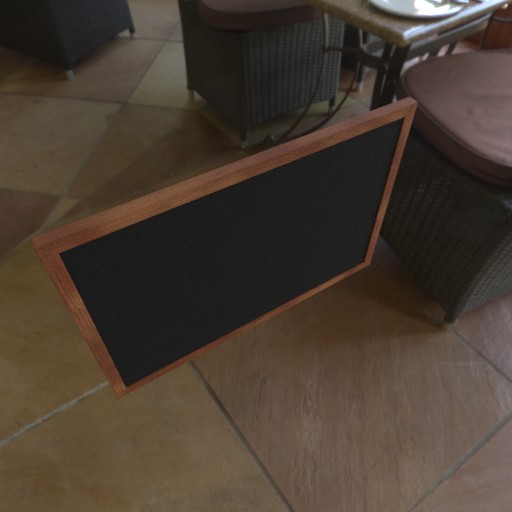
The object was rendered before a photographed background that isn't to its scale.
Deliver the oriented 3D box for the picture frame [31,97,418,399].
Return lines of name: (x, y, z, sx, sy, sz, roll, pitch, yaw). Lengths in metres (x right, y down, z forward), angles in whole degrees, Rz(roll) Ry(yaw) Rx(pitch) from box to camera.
picture frame: (0.000, 0.000, 1.205, 0.950, 0.640, 0.029, -25, 53, -21)
